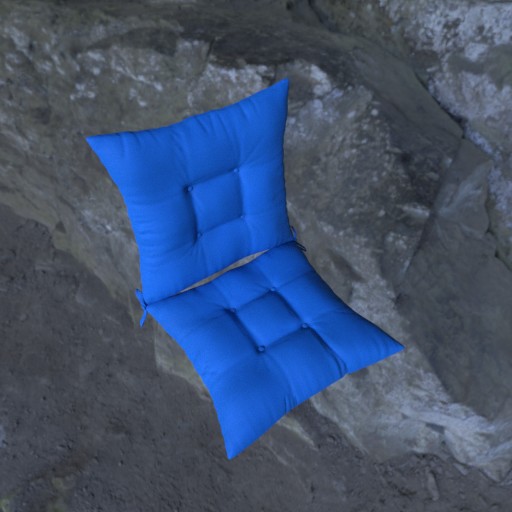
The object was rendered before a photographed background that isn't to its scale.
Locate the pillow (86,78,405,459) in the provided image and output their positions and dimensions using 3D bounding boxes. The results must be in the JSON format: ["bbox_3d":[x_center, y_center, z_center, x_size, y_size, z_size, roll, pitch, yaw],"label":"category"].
[{"bbox_3d":[0.000,0.000,1.024,0.541,0.536,0.585,-24,50,-22],"label":"pillow"}]
